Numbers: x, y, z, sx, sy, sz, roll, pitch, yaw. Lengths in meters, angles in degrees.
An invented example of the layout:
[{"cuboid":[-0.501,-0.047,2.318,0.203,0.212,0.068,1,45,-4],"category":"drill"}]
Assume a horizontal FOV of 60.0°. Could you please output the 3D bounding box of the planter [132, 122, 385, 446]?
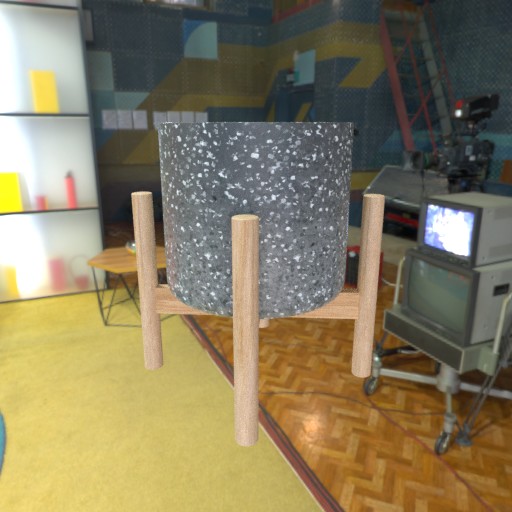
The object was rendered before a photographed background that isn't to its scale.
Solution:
[{"cuboid":[0.000,0.000,0.557,0.284,0.320,0.284,8,18,25],"category":"planter"}]
